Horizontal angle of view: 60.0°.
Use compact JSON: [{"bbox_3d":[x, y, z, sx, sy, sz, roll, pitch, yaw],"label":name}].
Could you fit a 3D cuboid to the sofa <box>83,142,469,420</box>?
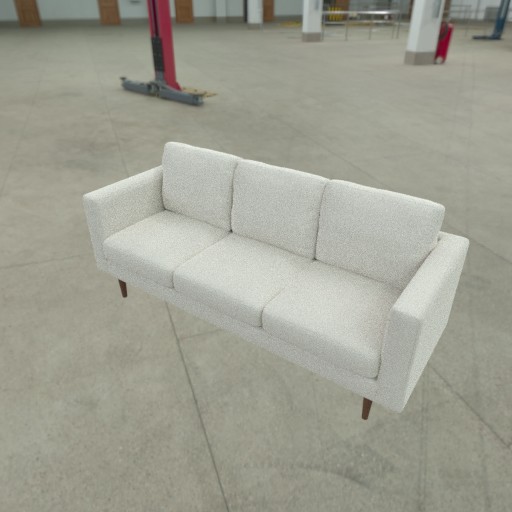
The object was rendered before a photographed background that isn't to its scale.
[{"bbox_3d":[0.000,0.000,2.520,2.029,0.912,0.802,20,36,30],"label":"sofa"}]
